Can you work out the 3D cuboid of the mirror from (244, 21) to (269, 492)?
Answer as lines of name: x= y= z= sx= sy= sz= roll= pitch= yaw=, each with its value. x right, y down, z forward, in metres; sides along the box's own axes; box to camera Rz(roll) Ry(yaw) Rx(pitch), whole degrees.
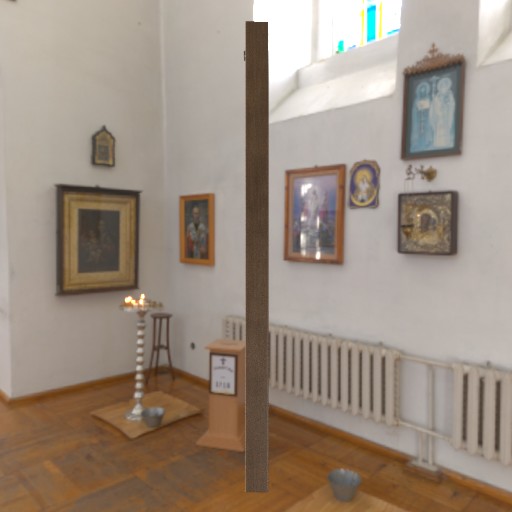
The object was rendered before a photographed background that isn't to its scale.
mirror: x=0.000 y=0.000 z=0.921 sx=0.040 sy=0.710 sz=0.507 roll=0 pitch=1 yaw=0
